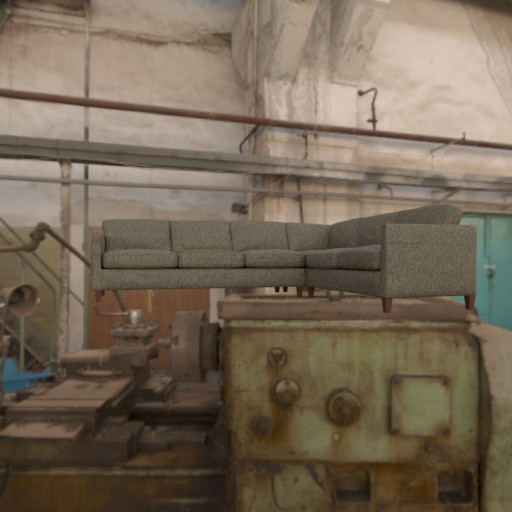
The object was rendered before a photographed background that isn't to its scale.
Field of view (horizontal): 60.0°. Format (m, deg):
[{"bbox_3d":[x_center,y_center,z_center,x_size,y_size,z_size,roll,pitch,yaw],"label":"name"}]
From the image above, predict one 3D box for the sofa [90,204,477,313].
[{"bbox_3d":[0.000,0.000,4.594,3.302,0.947,2.593,0,-1,-16],"label":"sofa"}]
